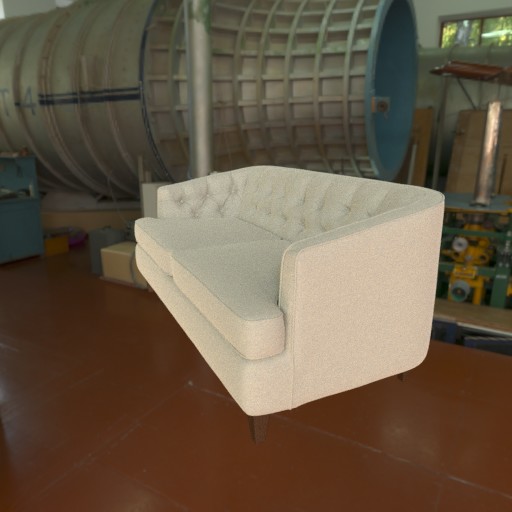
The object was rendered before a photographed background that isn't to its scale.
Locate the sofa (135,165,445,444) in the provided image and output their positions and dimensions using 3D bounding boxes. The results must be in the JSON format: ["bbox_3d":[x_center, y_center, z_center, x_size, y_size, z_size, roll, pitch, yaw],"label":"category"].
[{"bbox_3d":[0.000,0.000,2.222,0.941,0.855,1.733,-7,17,-24],"label":"sofa"}]
